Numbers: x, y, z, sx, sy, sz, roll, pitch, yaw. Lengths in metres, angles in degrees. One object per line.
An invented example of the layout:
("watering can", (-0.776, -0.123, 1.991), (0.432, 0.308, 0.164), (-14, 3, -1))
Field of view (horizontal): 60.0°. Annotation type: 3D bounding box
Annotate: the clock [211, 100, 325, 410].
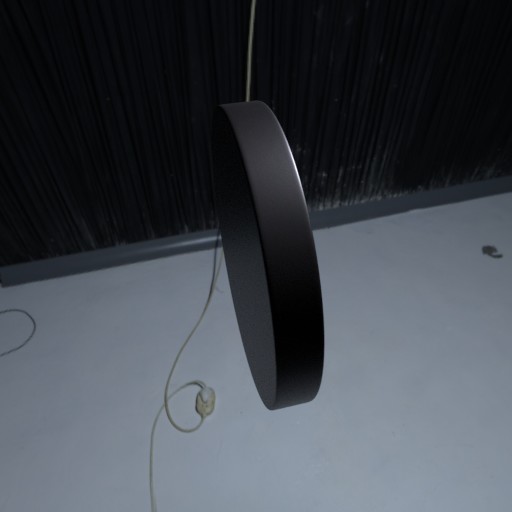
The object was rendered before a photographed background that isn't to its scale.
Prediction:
("clock", (0.000, 0.000, 0.477), (0.040, 0.314, 0.314), (-10, 48, -9))
